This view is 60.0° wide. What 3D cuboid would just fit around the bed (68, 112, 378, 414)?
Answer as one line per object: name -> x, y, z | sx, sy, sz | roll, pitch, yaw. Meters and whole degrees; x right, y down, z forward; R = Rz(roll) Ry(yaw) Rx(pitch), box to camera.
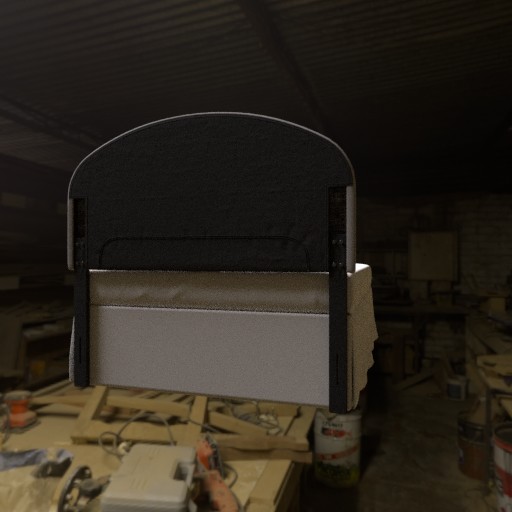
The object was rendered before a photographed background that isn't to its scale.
bed -> 0.000, 0.000, 3.127 | 1.607, 1.410, 2.005 | 0, 0, 17
